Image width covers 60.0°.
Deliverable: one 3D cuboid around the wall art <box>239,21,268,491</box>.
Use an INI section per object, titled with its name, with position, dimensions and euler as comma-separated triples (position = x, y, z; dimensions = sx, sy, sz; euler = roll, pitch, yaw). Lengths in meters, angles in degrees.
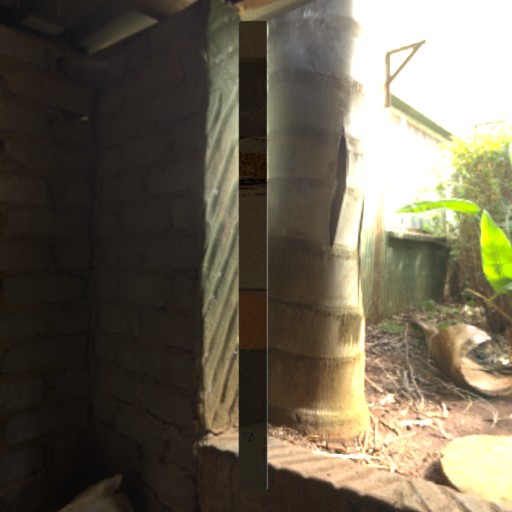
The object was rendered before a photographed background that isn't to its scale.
[wall art]
position = 0.000, 0.000, 0.800
dimensions = 0.038, 0.609, 0.456
euler = 0, 0, 1
